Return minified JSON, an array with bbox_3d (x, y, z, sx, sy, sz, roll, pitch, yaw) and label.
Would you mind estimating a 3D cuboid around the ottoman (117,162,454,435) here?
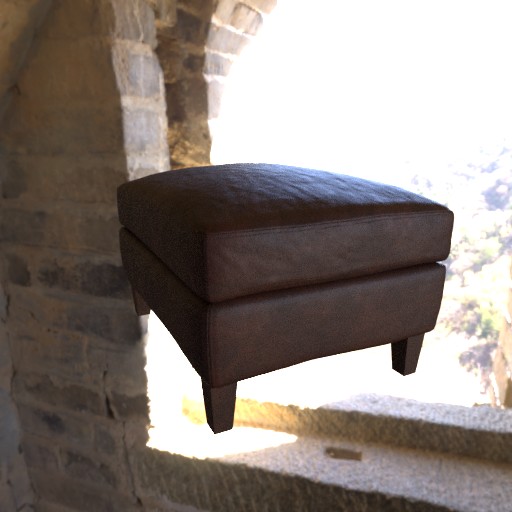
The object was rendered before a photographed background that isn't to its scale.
[{"bbox_3d":[0.000,0.000,1.307,0.659,0.527,0.887,-7,17,-26],"label":"ottoman"}]
